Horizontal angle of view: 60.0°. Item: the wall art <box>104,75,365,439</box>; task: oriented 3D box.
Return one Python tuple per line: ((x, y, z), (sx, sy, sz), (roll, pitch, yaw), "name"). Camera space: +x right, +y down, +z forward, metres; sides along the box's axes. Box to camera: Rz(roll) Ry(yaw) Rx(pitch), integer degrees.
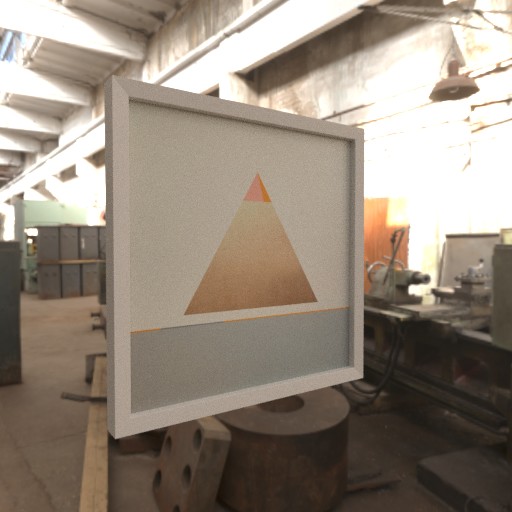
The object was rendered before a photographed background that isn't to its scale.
((0.000, 0.000, 1.974), (1.289, 1.291, 0.098), (-1, 2, -34), "wall art")
